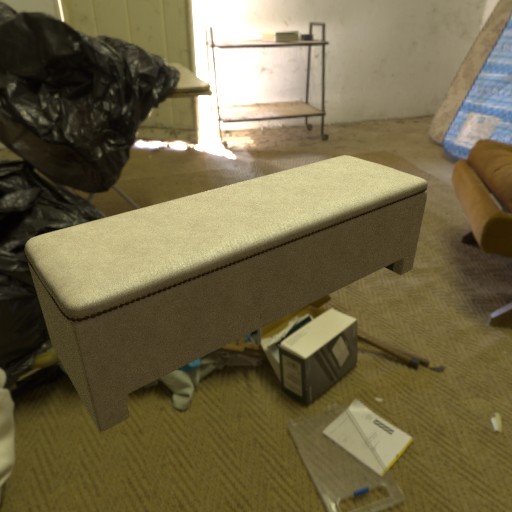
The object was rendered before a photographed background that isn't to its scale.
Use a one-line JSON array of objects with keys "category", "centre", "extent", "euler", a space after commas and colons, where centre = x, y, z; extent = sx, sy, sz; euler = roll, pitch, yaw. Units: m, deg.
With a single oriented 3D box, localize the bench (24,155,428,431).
[{"category": "bench", "centre": [0.000, 0.000, 1.692], "extent": [1.482, 0.447, 0.470], "euler": [-21, 36, -32]}]
